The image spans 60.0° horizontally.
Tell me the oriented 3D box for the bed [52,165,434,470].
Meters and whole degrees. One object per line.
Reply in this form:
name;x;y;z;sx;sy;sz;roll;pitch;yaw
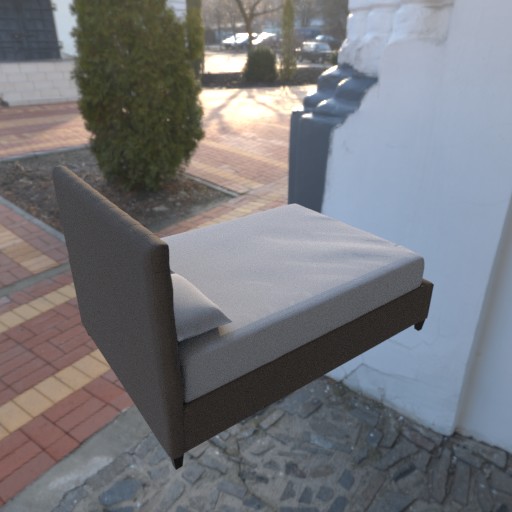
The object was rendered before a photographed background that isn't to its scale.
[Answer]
bed;0.000;0.000;3.447;2.387;1.427;1.698;-18;31;-32
